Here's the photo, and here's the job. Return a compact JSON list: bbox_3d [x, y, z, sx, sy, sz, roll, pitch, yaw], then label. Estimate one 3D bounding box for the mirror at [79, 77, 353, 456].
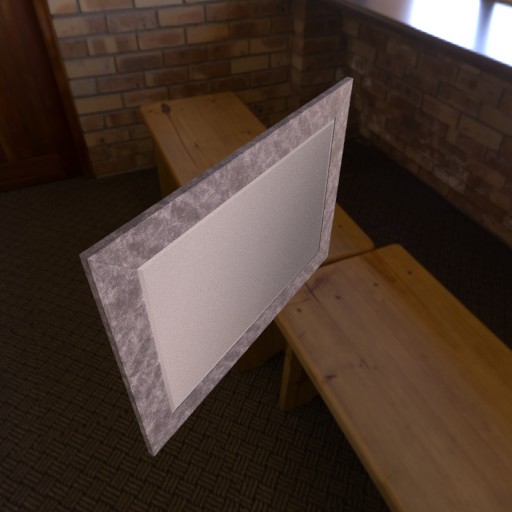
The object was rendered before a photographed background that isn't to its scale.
[{"bbox_3d":[0.000,0.000,1.408,0.022,0.795,1.101,25,47,25],"label":"mirror"}]
